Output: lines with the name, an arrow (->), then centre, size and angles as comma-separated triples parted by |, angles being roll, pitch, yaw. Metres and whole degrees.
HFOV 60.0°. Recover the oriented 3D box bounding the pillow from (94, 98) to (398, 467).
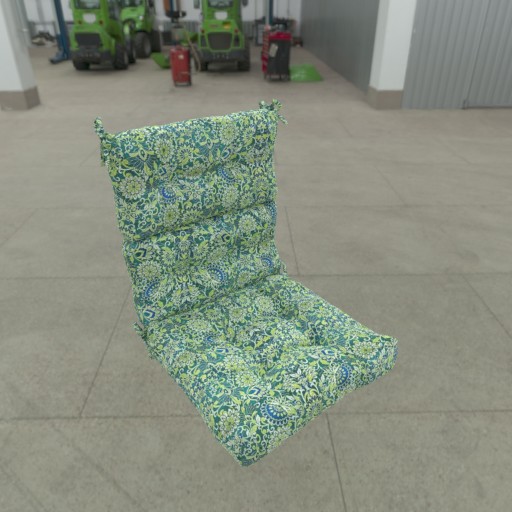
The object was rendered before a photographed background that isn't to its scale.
pillow -> 0.000, 0.000, 1.040 | 0.519, 0.605, 0.571 | -20, 36, -31
